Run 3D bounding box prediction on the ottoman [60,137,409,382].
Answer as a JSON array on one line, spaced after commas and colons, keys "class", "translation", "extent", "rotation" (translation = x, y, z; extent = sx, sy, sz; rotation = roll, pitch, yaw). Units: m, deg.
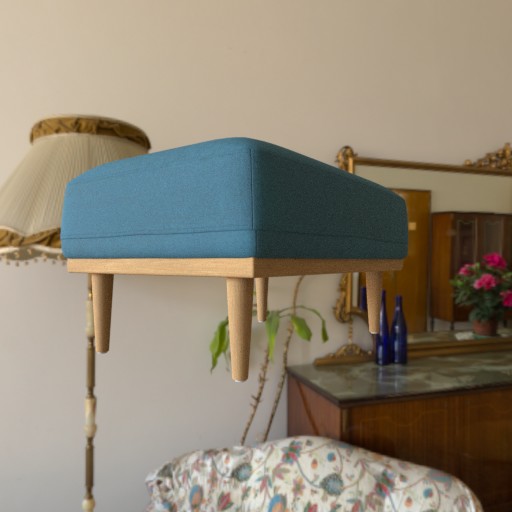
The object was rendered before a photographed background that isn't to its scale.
[{"class": "ottoman", "translation": [0.000, 0.000, 1.106], "extent": [0.549, 0.428, 0.749], "rotation": [0, -1, 36]}]
